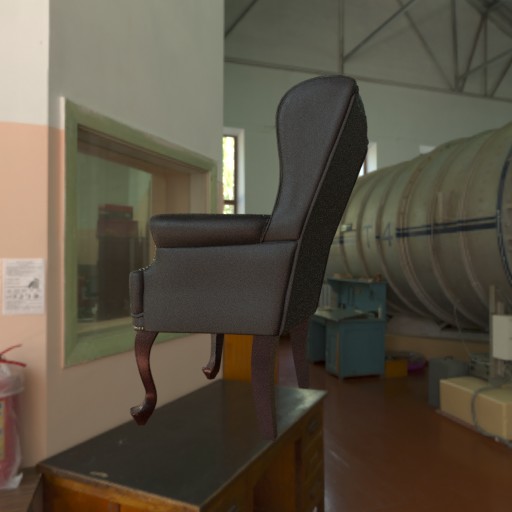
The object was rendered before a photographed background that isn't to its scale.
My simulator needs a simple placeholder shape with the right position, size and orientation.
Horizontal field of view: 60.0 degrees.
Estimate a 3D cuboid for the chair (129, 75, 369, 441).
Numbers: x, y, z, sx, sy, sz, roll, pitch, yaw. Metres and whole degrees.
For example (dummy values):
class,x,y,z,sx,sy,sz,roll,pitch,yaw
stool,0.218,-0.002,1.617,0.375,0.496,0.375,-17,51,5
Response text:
class,x,y,z,sx,sy,sz,roll,pitch,yaw
chair,0.000,0.000,1.692,0.822,1.133,0.831,0,-1,17
